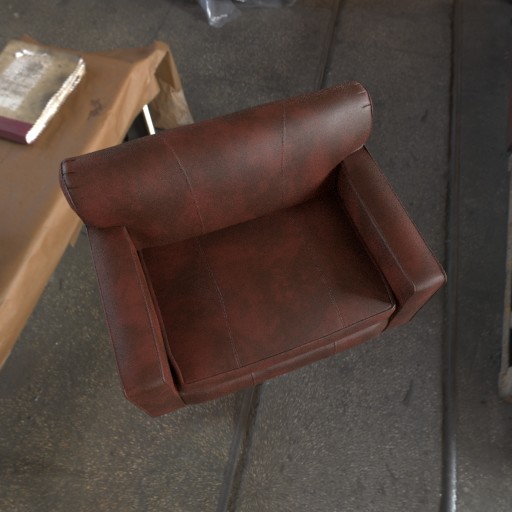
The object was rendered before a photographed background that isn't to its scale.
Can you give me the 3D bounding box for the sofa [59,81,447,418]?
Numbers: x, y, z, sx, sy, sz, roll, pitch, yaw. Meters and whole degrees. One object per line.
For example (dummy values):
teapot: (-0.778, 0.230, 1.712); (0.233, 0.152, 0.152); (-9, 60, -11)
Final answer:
sofa: (0.000, 0.000, 2.067); (1.413, 0.956, 1.000); (-18, 64, -9)
